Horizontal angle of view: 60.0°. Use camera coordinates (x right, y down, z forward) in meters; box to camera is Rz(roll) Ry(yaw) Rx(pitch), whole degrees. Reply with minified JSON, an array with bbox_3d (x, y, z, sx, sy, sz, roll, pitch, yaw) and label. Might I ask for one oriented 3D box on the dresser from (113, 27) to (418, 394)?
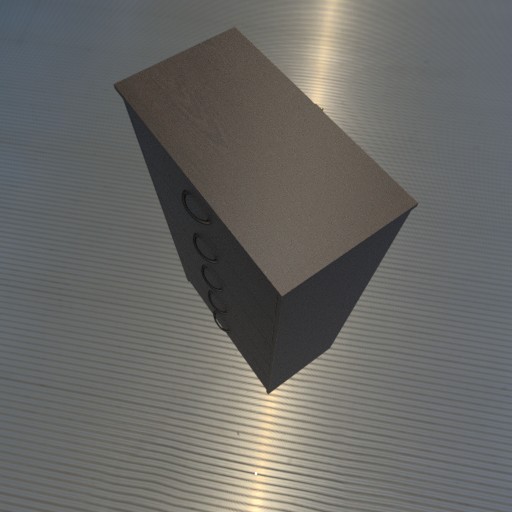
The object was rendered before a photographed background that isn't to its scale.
[{"bbox_3d":[0.000,0.000,1.602,0.418,1.254,0.704,-33,68,-15],"label":"dresser"}]
